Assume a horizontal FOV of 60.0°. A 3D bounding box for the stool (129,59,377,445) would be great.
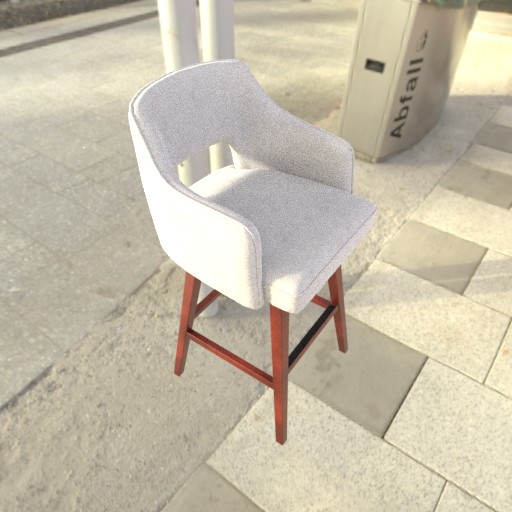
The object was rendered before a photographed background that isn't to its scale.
[{"bbox_3d":[0.000,0.000,1.368,0.558,1.012,0.548,25,46,26],"label":"stool"}]
